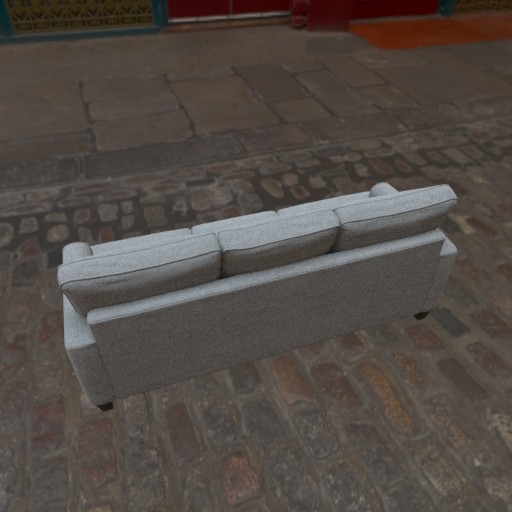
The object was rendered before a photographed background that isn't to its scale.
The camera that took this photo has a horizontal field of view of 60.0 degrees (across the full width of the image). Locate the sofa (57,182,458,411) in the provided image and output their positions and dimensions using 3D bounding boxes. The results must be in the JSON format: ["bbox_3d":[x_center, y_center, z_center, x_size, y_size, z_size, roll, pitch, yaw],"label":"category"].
[{"bbox_3d":[0.000,0.000,2.655,2.158,0.965,0.951,-13,42,-14],"label":"sofa"}]
